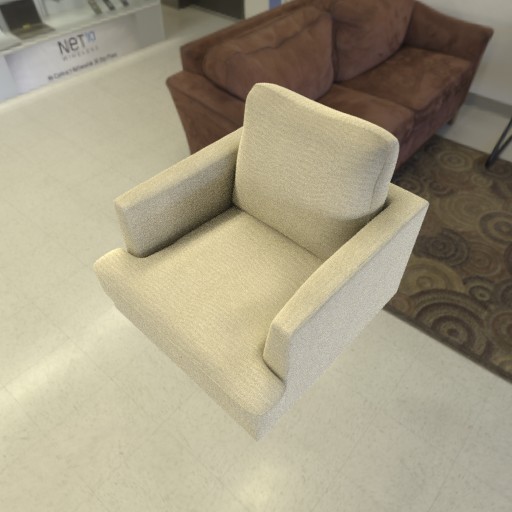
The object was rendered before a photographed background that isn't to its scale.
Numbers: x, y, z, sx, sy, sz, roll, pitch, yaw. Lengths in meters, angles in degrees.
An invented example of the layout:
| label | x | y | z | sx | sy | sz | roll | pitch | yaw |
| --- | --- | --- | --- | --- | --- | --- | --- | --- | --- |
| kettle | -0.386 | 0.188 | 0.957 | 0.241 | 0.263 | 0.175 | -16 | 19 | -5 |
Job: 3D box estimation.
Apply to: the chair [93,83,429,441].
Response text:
| label | x | y | z | sx | sy | sz | roll | pitch | yaw |
| --- | --- | --- | --- | --- | --- | --- | --- | --- | --- |
| chair | 0.000 | 0.000 | 1.646 | 0.858 | 0.957 | 0.899 | 34 | 56 | 28 |
